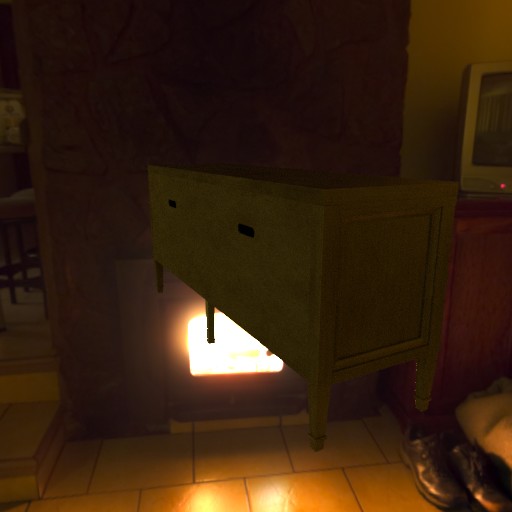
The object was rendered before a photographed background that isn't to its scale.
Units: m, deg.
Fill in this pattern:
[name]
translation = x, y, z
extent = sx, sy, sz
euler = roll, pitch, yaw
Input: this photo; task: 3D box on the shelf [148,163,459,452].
[shelf]
translation = 0.000, 0.000, 1.897
extent = 0.479, 0.719, 1.575
euler = -7, 16, -27
